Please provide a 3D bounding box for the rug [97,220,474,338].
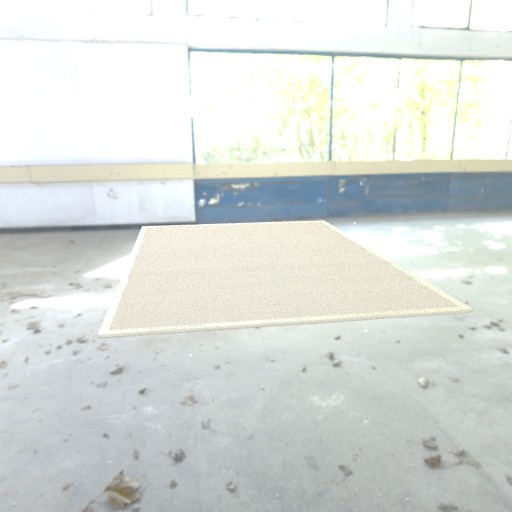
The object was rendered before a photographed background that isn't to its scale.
[{"bbox_3d":[0.000,0.000,4.865,2.734,0.037,3.659,-2,16,-9],"label":"rug"}]
